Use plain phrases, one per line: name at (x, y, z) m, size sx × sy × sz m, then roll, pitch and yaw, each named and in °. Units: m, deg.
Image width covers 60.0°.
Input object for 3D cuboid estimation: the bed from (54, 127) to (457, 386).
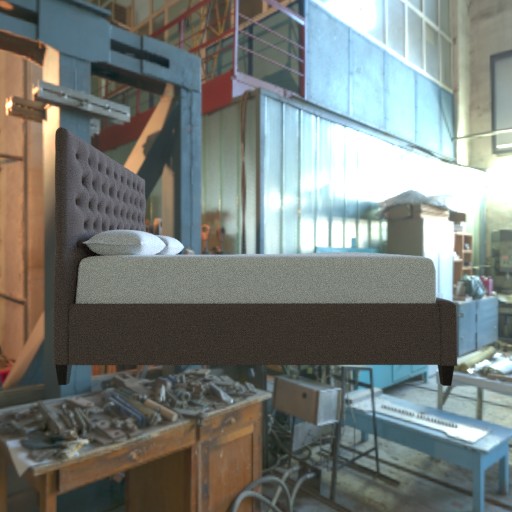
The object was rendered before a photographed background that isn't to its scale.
bed at (0.000, 0.000, 3.261) m, size 2.233 × 1.426 × 1.696 m, roll 0°, pitch 0°, yaw 1°
